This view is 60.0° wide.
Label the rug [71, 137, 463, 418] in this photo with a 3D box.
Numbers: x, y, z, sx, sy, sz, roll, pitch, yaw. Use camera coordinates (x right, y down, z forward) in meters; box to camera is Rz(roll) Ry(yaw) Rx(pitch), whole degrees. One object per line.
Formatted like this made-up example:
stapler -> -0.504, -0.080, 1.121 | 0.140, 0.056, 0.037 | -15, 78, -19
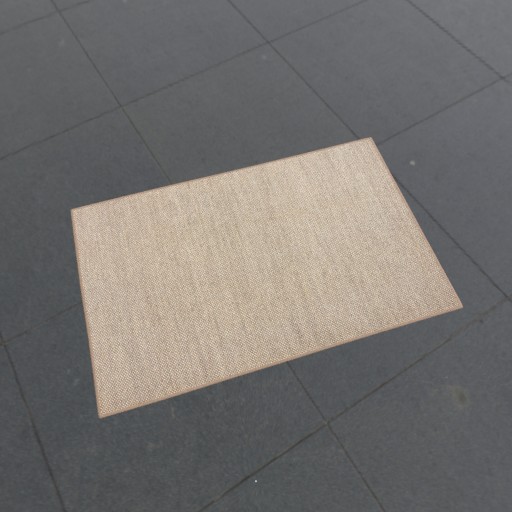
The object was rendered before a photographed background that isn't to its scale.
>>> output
rug -> 0.000, 0.000, 2.147 | 1.668, 0.012, 1.061 | -15, 64, -8
